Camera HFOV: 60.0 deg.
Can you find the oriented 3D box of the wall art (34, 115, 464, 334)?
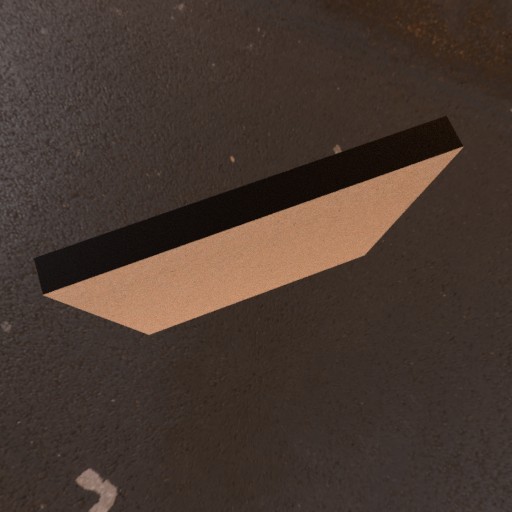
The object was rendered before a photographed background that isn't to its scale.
[{"bbox_3d":[0.000,0.000,0.480,0.327,0.318,0.029,-20,76,-5],"label":"wall art"}]
